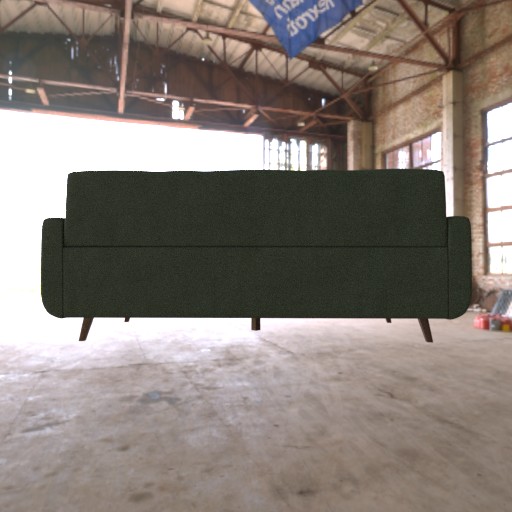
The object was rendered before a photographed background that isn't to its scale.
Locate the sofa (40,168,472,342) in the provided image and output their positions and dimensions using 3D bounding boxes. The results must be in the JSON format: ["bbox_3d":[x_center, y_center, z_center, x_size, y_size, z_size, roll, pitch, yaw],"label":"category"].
[{"bbox_3d":[0.000,0.000,2.523,2.029,0.841,0.909,0,-1,1],"label":"sofa"}]
